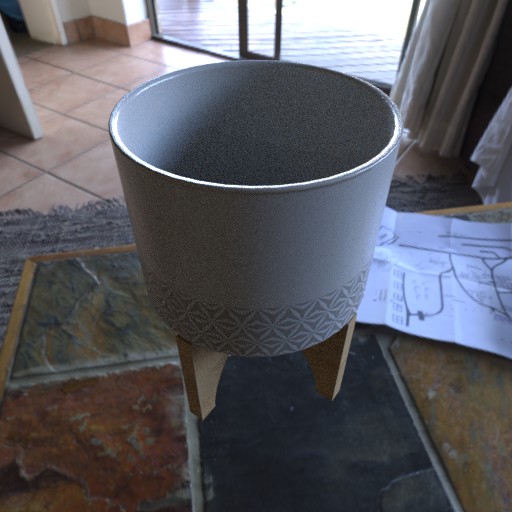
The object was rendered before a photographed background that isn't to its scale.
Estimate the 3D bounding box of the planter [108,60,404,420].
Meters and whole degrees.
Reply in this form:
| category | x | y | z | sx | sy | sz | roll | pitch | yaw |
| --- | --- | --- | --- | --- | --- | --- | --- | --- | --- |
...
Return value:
| category | x | y | z | sx | sy | sz | roll | pitch | yaw |
| --- | --- | --- | --- | --- | --- | --- | --- | --- | --- |
| planter | 0.000 | 0.000 | 0.498 | 0.249 | 0.343 | 0.249 | 0 | 42 | 0 |
